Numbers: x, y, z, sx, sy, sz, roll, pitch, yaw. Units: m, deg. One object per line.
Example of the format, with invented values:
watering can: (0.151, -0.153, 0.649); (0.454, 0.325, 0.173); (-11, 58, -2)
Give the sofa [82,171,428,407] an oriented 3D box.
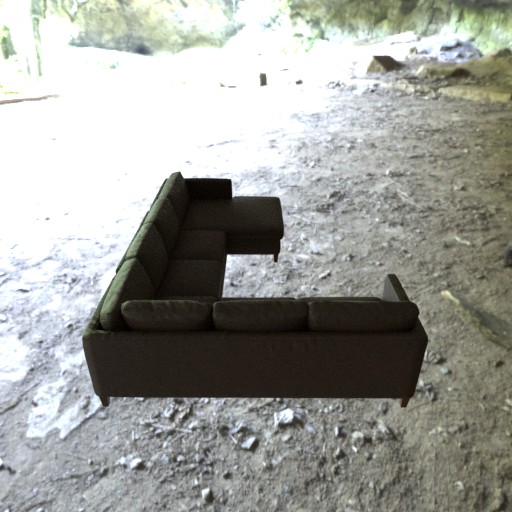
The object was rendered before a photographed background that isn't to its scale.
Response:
sofa: (0.000, 0.000, 4.847); (2.593, 0.923, 3.460); (0, 29, 0)
